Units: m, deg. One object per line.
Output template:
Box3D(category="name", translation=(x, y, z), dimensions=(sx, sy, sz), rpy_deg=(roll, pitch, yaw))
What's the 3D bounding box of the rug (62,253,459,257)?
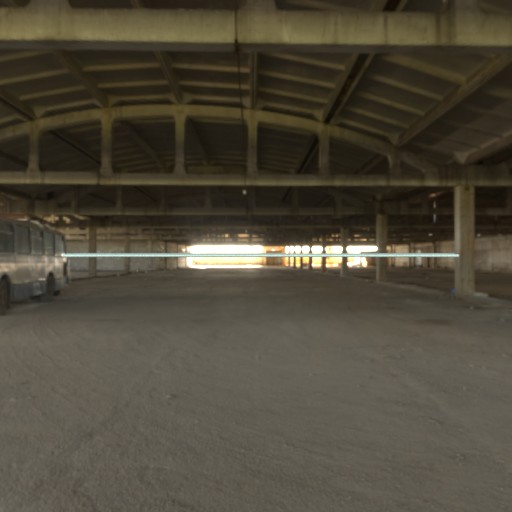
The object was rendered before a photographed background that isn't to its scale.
Box3D(category="rug", translation=(0.000, 0.000, 2.274), dimensions=(1.219, 0.012, 1.840), rpy_deg=(0, 0, -1))
